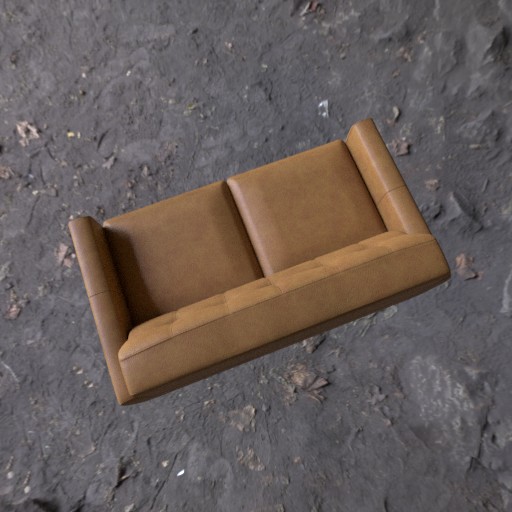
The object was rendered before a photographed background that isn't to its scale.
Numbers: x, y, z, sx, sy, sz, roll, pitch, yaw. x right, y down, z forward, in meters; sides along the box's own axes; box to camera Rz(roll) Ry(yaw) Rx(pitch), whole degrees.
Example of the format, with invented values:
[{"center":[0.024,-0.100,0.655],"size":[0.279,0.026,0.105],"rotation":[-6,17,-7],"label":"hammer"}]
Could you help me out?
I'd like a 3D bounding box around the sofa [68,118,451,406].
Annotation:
[{"center":[0.000,0.000,2.295],"size":[1.651,0.925,0.952],"rotation":[-20,76,-5],"label":"sofa"}]
